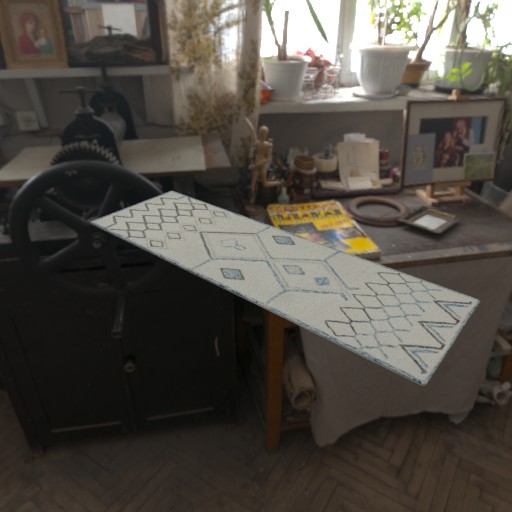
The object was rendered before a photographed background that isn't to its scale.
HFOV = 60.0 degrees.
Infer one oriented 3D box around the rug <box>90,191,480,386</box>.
[{"bbox_3d":[0.000,0.000,2.749,2.434,0.013,0.770,22,37,33],"label":"rug"}]
